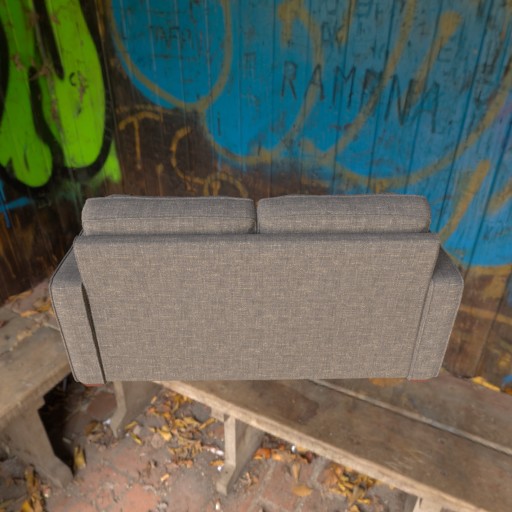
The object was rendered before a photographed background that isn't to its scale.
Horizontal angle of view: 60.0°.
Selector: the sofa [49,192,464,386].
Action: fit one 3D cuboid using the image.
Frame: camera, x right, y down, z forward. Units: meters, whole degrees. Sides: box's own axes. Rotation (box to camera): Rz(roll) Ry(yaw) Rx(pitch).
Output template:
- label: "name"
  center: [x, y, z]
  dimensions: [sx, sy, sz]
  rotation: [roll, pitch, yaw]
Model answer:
- label: "sofa"
  center: [0.000, 0.000, 2.244]
  dimensions: [1.709, 0.918, 0.947]
  rotation: [-1, 31, -1]
